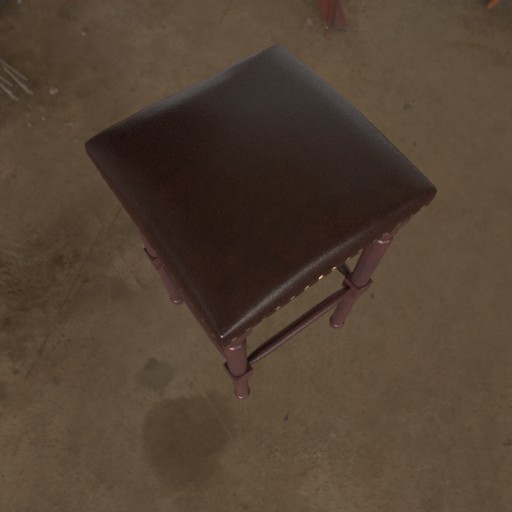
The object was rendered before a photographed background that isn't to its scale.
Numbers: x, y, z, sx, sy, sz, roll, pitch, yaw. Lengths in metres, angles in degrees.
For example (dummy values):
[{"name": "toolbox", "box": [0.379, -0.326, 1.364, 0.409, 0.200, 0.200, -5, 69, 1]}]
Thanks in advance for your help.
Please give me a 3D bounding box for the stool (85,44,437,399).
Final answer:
[{"name": "stool", "box": [0.000, 0.000, 0.923, 0.382, 0.702, 0.383, -33, 68, -15]}]
